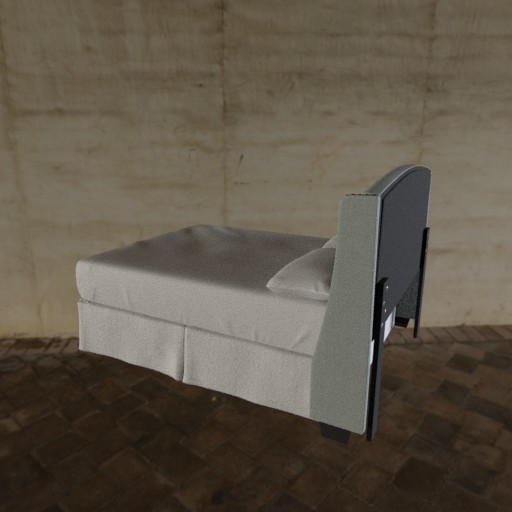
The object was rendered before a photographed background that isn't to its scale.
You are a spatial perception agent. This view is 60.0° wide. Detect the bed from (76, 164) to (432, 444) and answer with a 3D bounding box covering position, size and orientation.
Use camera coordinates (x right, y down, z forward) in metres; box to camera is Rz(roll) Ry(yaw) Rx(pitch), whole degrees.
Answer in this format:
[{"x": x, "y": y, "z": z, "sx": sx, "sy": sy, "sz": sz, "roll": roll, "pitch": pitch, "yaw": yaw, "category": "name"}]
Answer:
[{"x": 0.000, "y": 0.000, "z": 3.350, "sx": 2.237, "sy": 1.407, "sz": 1.710, "roll": 8, "pitch": 17, "yaw": 27, "category": "bed"}]
